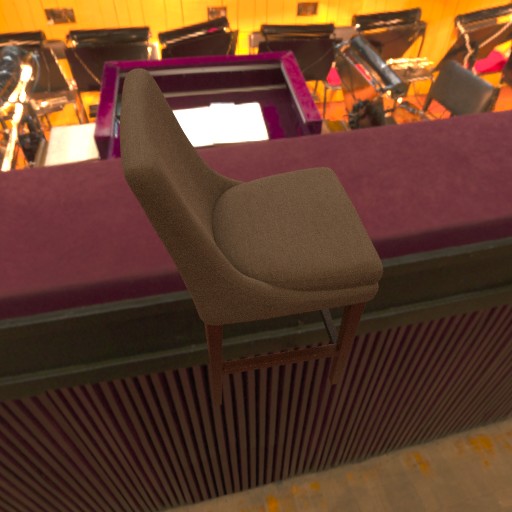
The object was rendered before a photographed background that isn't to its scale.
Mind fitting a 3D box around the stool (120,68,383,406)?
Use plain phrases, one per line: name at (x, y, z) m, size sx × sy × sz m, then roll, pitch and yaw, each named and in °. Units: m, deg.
stool at (0.000, 0.000, 1.296) m, size 0.577 × 0.981 × 0.470 m, roll -8°, pitch 48°, yaw -7°
